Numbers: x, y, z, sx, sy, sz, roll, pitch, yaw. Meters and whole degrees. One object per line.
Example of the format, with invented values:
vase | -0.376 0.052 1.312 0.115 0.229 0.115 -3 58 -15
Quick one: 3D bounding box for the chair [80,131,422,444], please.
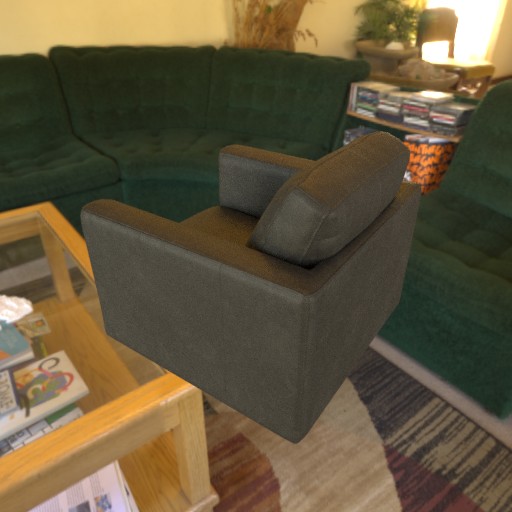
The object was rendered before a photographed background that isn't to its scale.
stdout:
chair | 0.000 0.000 1.601 0.879 0.898 0.831 20 37 29
